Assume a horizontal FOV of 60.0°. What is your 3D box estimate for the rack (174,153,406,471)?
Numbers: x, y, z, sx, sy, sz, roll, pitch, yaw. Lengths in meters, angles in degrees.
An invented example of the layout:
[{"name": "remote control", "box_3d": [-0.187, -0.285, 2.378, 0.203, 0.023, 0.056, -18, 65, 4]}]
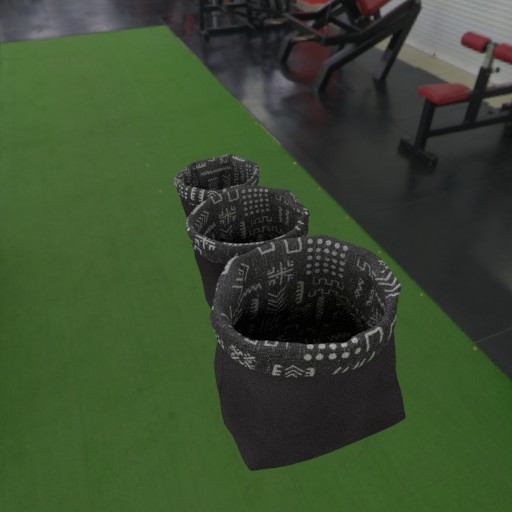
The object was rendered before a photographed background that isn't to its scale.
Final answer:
[{"name": "rack", "box_3d": [0.000, 0.000, 1.112, 0.379, 0.323, 0.905, -14, 43, -15]}]
